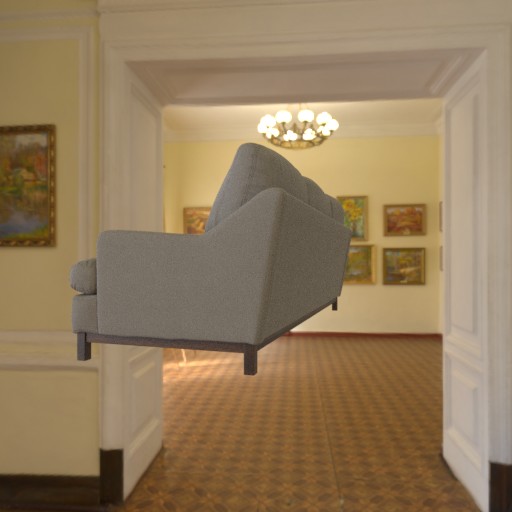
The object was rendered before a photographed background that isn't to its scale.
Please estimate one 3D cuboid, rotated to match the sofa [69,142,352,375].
[{"bbox_3d":[0.000,0.000,2.881,0.987,0.926,2.344,0,0,18],"label":"sofa"}]
